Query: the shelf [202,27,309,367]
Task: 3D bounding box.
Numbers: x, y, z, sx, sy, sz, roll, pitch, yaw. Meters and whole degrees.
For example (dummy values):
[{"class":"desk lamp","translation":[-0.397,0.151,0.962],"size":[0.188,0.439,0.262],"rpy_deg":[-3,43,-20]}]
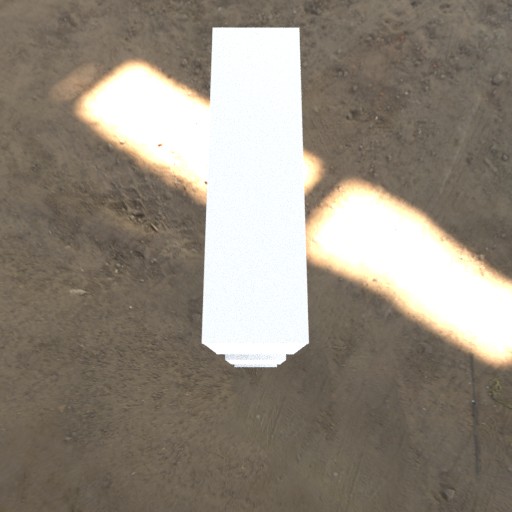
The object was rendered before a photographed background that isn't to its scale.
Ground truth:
[{"class":"shelf","translation":[0.000,0.000,1.941],"size":[0.250,1.650,0.890],"rpy_deg":[0,74,0]}]
